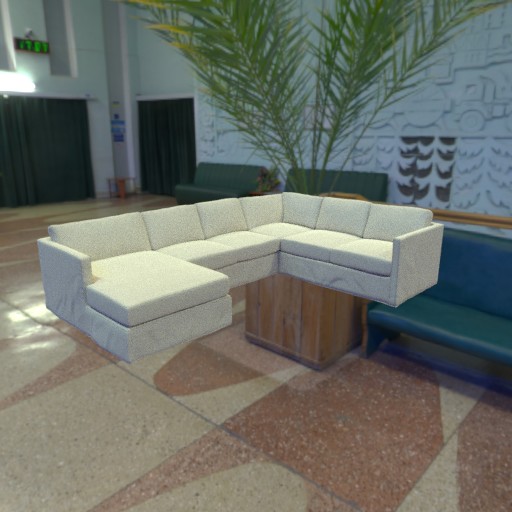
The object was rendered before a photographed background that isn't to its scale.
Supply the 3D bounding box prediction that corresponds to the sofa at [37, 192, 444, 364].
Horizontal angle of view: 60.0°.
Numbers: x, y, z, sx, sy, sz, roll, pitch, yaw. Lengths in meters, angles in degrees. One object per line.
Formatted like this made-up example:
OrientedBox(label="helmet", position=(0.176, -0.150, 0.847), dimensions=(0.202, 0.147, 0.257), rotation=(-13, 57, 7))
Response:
OrientedBox(label="sofa", position=(0.000, 0.000, 4.561), dimensions=(2.448, 0.882, 3.464), rotation=(14, 21, 42))
